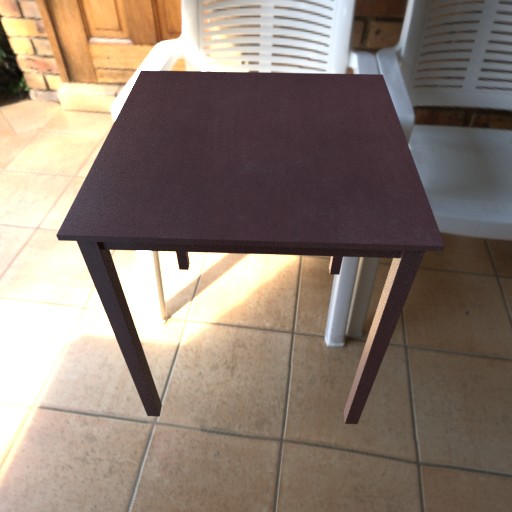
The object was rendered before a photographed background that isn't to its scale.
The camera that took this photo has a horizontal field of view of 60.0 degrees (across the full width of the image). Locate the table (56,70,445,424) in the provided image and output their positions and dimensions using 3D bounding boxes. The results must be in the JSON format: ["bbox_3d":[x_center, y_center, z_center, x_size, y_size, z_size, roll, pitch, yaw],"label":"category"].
[{"bbox_3d":[0.000,0.000,1.635,0.861,0.991,0.861,2,46,2],"label":"table"}]
